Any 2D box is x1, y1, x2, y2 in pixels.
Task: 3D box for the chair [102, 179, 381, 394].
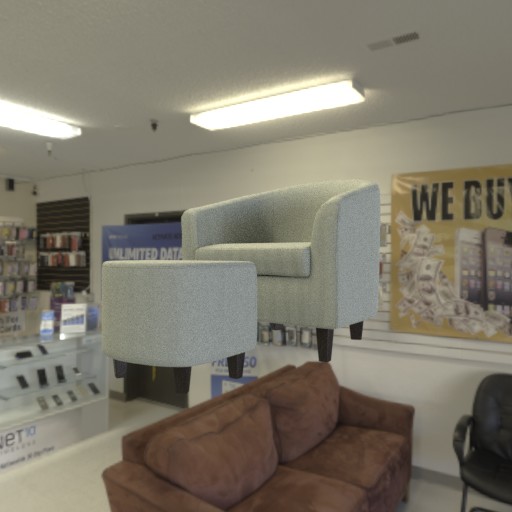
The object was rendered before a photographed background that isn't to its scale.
[{"bbox_3d":[0.000,0.000,1.749,0.756,0.757,1.288,0,0,36],"label":"chair"}]
